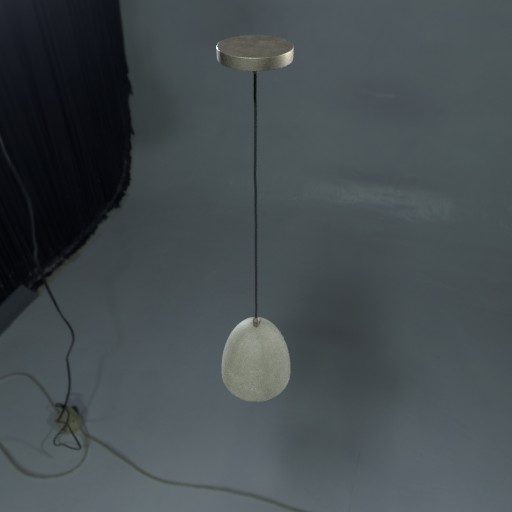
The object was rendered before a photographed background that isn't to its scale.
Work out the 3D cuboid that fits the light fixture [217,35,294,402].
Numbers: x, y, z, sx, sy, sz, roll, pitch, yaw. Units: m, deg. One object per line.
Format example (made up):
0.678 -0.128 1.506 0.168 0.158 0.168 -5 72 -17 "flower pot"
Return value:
0.000 0.000 0.853 0.170 0.759 0.170 11 42 12 "light fixture"
